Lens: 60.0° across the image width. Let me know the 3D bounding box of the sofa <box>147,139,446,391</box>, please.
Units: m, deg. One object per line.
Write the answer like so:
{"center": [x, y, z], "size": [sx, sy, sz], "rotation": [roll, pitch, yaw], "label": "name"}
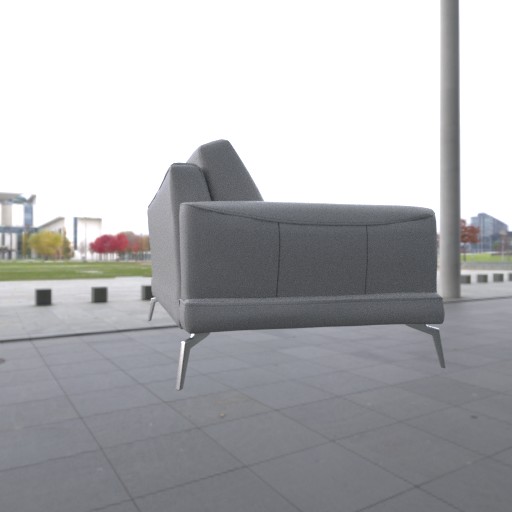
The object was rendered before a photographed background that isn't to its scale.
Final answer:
{"center": [0.000, 0.000, 2.507], "size": [1.121, 0.930, 1.819], "rotation": [0, 0, -17], "label": "sofa"}
